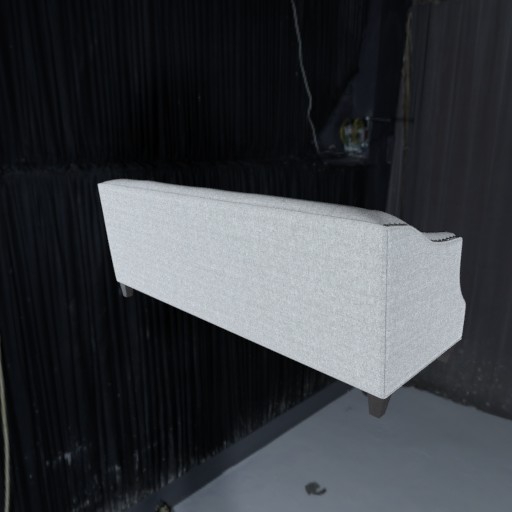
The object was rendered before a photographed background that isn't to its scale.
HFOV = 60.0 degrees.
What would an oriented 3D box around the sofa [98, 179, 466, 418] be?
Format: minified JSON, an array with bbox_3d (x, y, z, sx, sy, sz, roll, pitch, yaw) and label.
[{"bbox_3d":[0.000,0.000,2.740,0.914,0.901,2.235,-14,20,-43],"label":"sofa"}]
